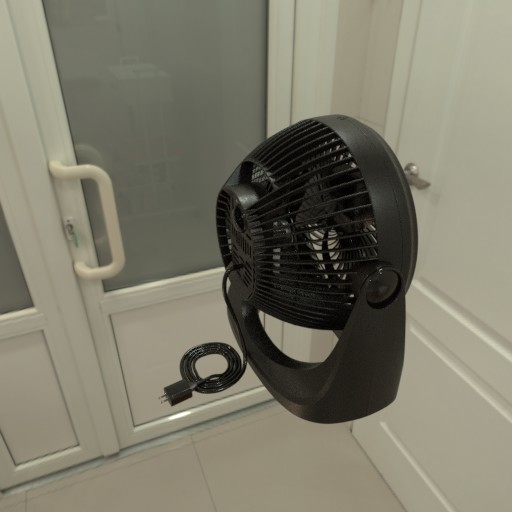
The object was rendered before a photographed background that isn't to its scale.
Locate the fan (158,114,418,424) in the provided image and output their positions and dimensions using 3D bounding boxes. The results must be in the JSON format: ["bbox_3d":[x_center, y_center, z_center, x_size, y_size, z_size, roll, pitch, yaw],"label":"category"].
[{"bbox_3d":[0.000,0.000,0.481,0.256,0.277,0.273,-12,33,-19],"label":"fan"}]
